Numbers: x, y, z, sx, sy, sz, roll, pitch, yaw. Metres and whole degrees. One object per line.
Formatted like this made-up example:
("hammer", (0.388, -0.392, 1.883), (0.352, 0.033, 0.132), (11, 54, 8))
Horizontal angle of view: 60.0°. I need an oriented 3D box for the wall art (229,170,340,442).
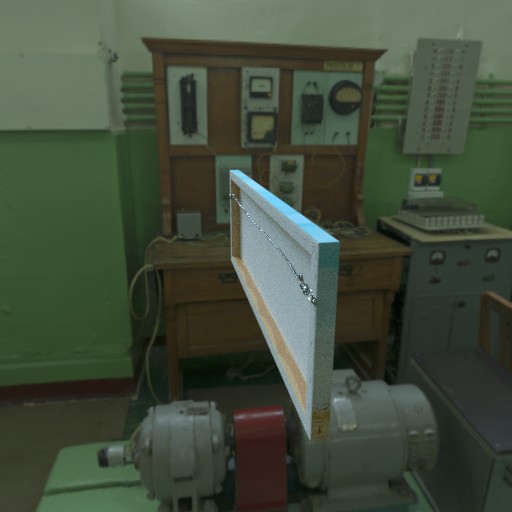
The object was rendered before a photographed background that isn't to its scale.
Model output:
("wall art", (0.000, 0.000, 0.861), (0.044, 0.254, 0.759), (-3, 17, -10))
